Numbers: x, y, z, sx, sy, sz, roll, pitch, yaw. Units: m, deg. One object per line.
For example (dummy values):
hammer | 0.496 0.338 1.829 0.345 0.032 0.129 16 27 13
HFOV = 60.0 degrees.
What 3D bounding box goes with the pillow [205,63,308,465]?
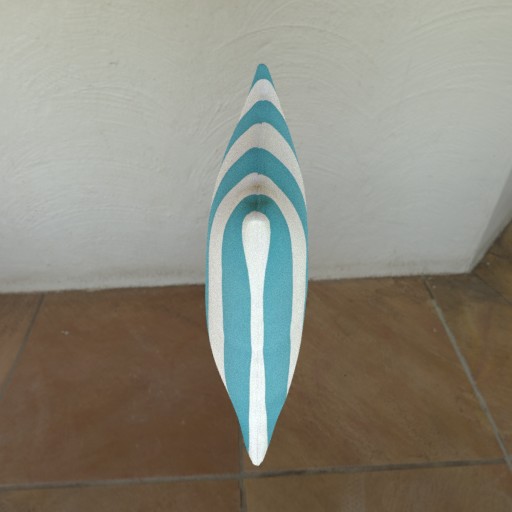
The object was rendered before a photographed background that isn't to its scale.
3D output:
pillow | 0.000 0.000 0.818 0.189 0.526 0.536 0 40 0
